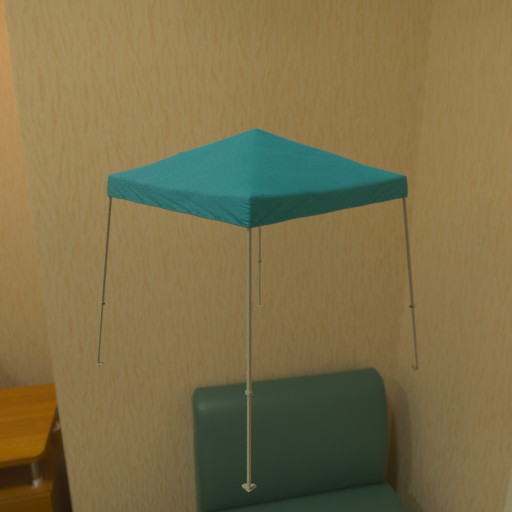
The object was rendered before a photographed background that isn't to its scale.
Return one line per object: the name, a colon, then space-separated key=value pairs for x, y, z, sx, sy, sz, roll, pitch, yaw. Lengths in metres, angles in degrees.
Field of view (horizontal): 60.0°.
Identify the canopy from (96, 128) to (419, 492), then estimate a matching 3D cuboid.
canopy: x=0.000 y=0.000 z=6.500 sx=3.600 sy=3.600 sz=3.599 roll=-14 pitch=21 yaw=-41
